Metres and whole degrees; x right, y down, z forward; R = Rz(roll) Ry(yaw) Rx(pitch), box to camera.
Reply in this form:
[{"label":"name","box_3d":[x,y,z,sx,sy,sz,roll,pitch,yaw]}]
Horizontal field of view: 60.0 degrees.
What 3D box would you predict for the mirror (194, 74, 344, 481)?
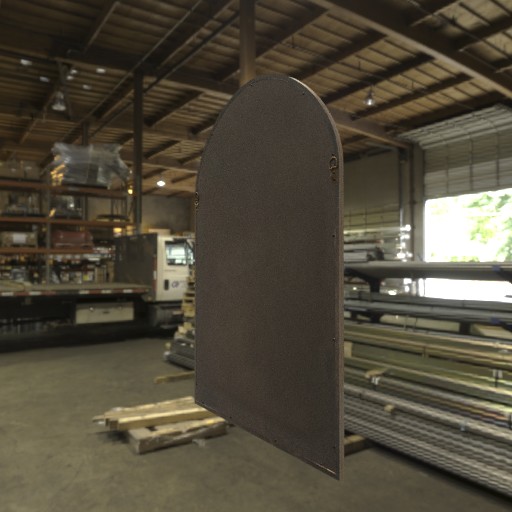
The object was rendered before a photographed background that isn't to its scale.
[{"label":"mirror","box_3d":[0.000,0.000,1.153,0.032,0.915,0.609,1,-1,-36]}]
